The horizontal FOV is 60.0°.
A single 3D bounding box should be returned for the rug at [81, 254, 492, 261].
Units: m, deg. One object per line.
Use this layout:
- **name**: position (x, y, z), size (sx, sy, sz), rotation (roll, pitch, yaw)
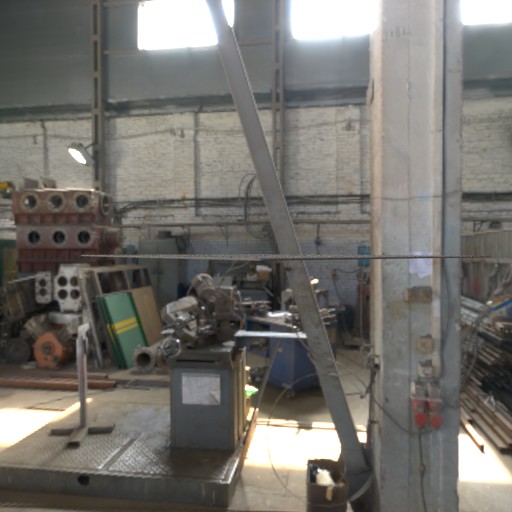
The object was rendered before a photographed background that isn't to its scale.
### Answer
- **rug**: position (0.000, 0.000, 2.877), size (1.600, 0.008, 2.235), rotation (0, 1, -36)
